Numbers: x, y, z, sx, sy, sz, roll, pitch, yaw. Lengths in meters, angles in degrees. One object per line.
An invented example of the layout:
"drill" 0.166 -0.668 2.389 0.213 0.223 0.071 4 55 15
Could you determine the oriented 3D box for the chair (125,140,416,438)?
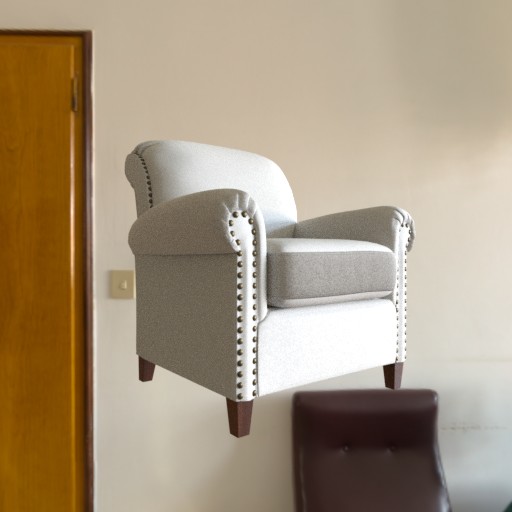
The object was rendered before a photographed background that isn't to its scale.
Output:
"chair" 0.000 0.000 1.644 0.854 0.927 0.890 0 1 -37
